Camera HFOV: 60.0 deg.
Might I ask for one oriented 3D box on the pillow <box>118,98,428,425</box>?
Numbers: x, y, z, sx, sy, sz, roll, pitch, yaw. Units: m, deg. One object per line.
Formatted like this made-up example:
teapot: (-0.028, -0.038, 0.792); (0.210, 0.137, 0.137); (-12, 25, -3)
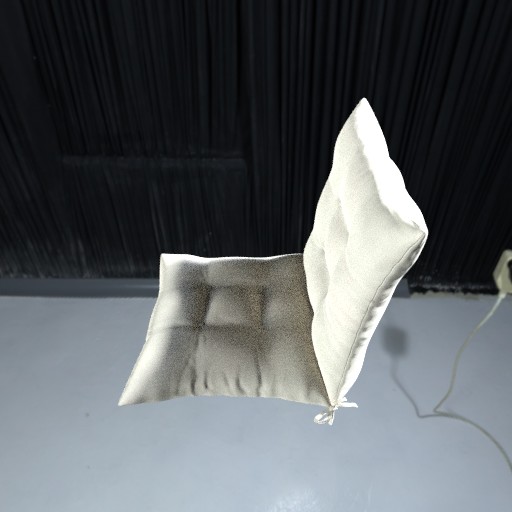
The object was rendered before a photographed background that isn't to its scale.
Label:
pillow: (0.000, 0.000, 0.998); (0.585, 0.536, 0.541); (1, 41, 1)
